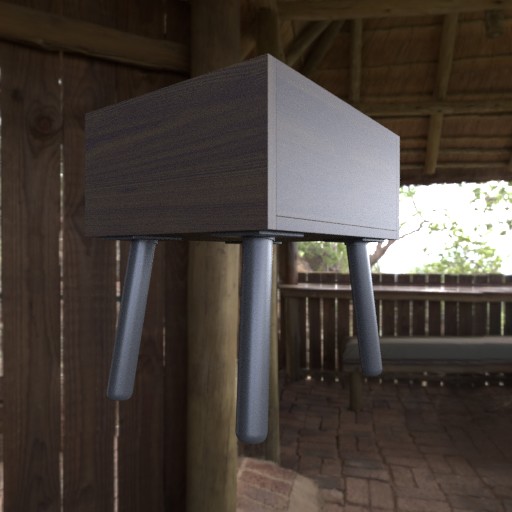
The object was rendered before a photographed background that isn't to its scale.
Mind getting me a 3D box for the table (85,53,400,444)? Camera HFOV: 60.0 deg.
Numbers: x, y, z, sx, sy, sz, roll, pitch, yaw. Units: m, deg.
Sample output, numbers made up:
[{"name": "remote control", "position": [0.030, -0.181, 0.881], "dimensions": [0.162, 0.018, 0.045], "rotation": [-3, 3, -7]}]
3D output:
[{"name": "table", "position": [0.000, 0.000, 0.803], "dimensions": [0.370, 0.470, 0.450], "rotation": [0, 0, 37]}]
